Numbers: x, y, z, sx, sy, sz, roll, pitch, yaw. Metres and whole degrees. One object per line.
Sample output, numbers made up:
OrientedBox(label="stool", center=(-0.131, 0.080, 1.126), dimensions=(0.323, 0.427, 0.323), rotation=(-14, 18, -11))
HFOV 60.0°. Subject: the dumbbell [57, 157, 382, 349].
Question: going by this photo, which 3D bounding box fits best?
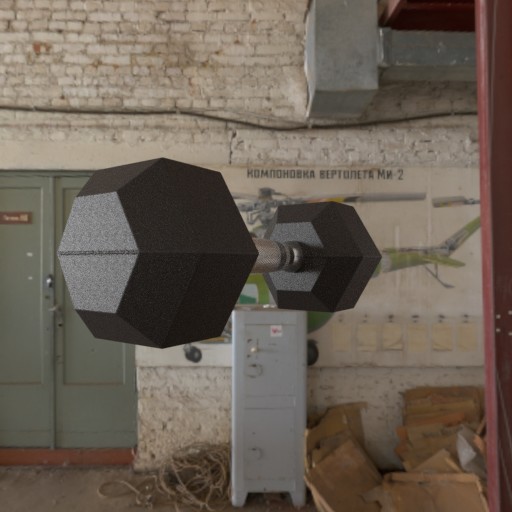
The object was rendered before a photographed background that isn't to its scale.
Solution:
OrientedBox(label="dumbbell", center=(0.000, 0.000, 0.428), dimensions=(0.141, 0.123, 0.356), rotation=(-1, -1, 35))
